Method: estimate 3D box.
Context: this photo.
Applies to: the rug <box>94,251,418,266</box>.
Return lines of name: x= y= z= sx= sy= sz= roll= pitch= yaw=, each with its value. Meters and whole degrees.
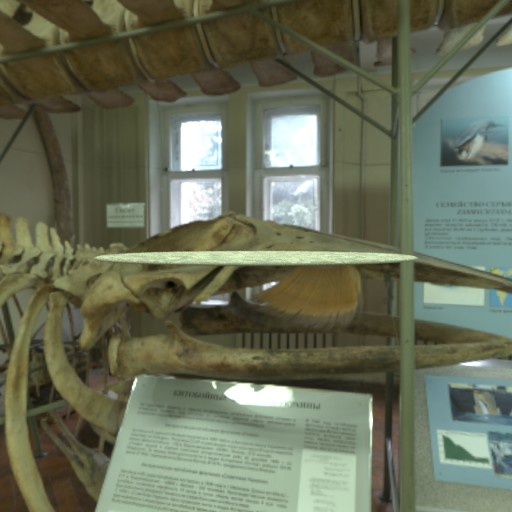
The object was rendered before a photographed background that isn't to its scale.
rug: x=0.000 y=0.000 z=2.314 sx=1.593 sy=0.012 sz=1.593 roll=0 pitch=2 yaw=0
